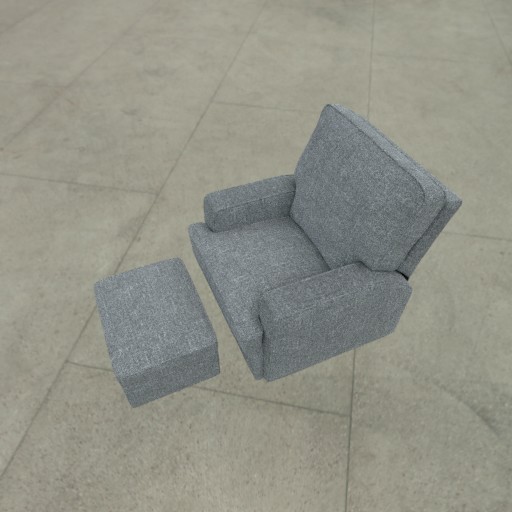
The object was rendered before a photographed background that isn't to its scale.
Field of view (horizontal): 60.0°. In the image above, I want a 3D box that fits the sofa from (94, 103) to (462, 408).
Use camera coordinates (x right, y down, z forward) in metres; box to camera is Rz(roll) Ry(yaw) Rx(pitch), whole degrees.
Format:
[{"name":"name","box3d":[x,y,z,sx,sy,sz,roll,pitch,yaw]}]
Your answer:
[{"name":"sofa","box3d":[0.000,0.000,2.034,1.472,0.959,0.861,-18,49,-16]}]
